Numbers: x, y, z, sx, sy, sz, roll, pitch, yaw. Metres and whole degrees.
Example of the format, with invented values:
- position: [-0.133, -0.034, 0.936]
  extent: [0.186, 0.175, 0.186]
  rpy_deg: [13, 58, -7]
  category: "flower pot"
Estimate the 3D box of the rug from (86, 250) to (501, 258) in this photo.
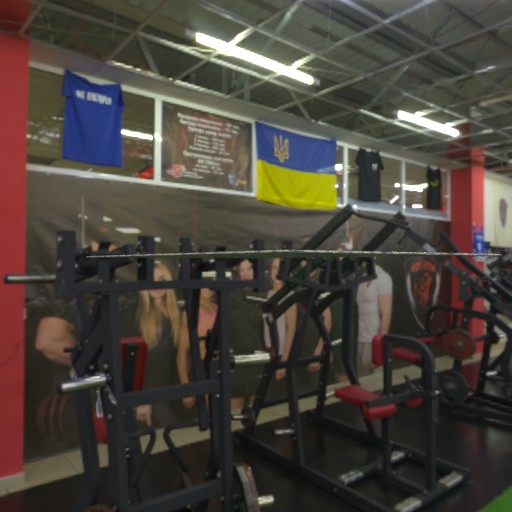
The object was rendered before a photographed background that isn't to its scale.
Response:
- position: [0.000, 0.000, 1.991]
  extent: [1.035, 0.006, 1.652]
  rpy_deg: [0, -1, -36]
  category: "rug"
